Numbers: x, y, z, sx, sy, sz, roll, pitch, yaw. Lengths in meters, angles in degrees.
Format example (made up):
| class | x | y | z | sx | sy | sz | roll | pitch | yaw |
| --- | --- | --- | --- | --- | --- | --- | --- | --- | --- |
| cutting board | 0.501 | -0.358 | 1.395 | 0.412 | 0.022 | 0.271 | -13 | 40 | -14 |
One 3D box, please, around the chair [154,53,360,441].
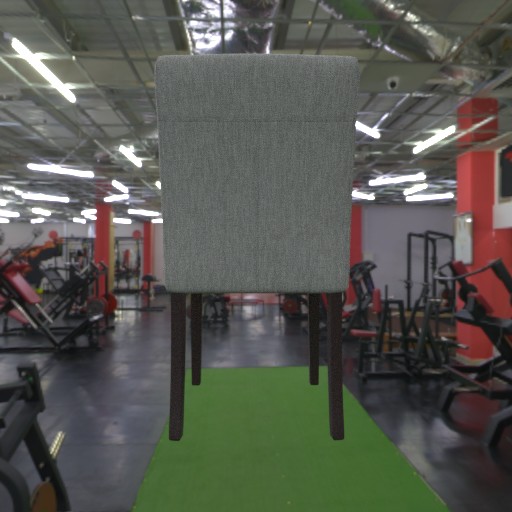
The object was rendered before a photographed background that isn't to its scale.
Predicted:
| class | x | y | z | sx | sy | sz | roll | pitch | yaw |
| --- | --- | --- | --- | --- | --- | --- | --- | --- | --- |
| chair | 0.000 | 0.000 | 1.248 | 0.487 | 0.884 | 0.629 | 0 | 0 | -1 |
